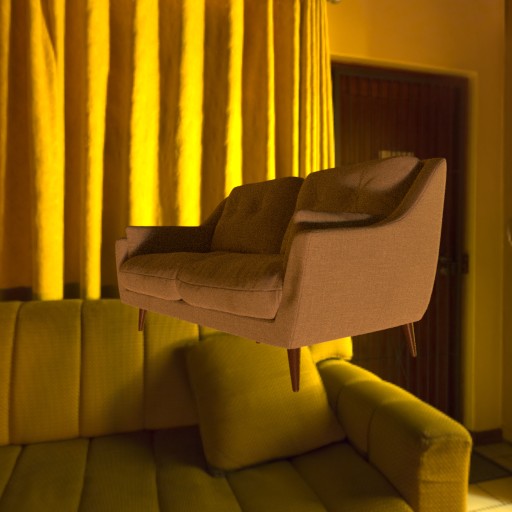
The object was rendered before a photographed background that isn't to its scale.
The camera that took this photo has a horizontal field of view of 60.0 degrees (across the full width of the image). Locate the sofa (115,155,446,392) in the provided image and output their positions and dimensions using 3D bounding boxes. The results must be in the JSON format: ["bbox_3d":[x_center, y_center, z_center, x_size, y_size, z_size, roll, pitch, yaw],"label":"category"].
[{"bbox_3d":[0.000,0.000,2.238,0.965,0.888,1.652,-1,2,-37],"label":"sofa"}]
